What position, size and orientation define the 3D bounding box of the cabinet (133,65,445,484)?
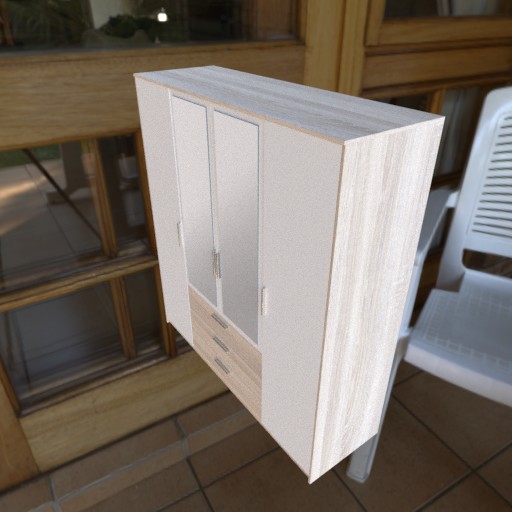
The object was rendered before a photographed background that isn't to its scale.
[{"bbox_3d":[0.000,0.000,2.900,0.620,2.060,1.870,-21,37,-31],"label":"cabinet"}]
